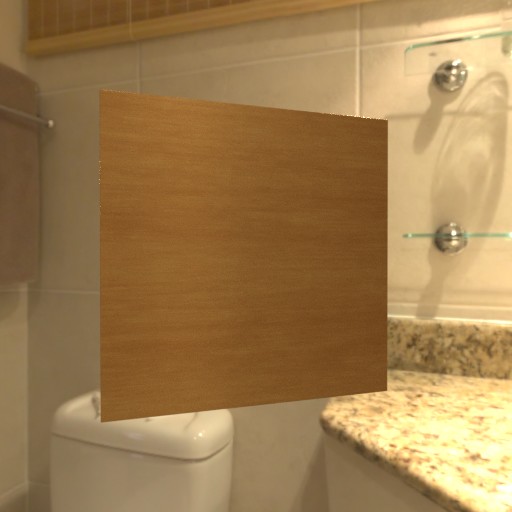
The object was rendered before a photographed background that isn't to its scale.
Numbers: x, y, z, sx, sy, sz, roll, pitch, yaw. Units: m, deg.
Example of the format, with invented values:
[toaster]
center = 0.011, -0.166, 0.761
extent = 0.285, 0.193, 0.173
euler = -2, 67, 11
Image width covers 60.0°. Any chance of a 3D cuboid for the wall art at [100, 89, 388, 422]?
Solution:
[wall art]
center = 0.000, 0.000, 0.456
extent = 0.302, 0.302, 0.019
euler = 0, 0, -18
